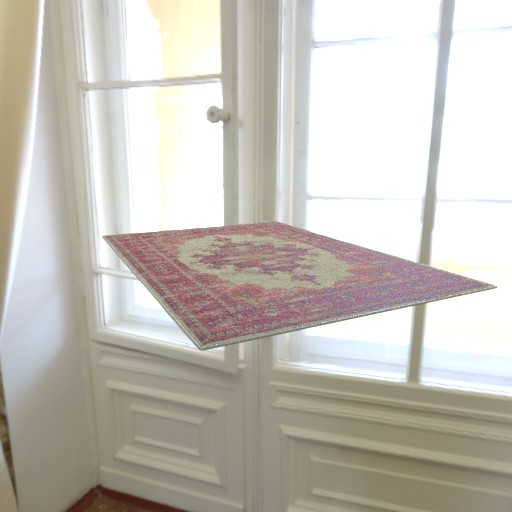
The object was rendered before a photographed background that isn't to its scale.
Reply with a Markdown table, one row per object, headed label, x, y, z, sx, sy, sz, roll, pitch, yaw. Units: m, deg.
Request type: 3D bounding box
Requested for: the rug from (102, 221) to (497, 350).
| label | x | y | z | sx | sy | sz | roll | pitch | yaw |
| --- | --- | --- | --- | --- | --- | --- | --- | --- | --- |
| rug | 0.000 | 0.000 | 3.624 | 2.005 | 0.014 | 2.878 | -7 | 15 | -26 |
